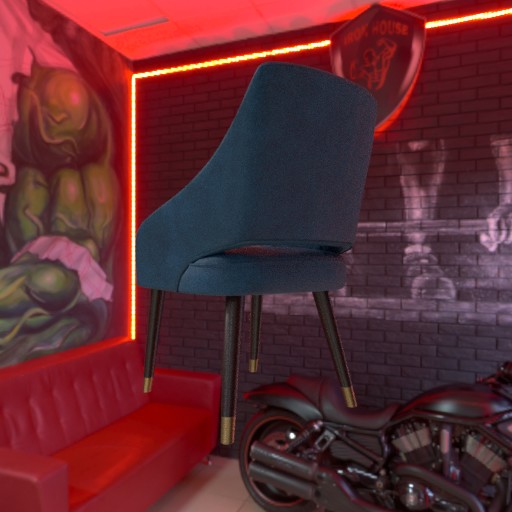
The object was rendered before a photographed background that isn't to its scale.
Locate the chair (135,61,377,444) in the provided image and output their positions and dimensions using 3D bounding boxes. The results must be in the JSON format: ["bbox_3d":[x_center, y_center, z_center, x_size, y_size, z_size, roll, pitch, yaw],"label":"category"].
[{"bbox_3d":[0.000,0.000,1.623,0.683,1.081,0.794,0,0,-36],"label":"chair"}]
